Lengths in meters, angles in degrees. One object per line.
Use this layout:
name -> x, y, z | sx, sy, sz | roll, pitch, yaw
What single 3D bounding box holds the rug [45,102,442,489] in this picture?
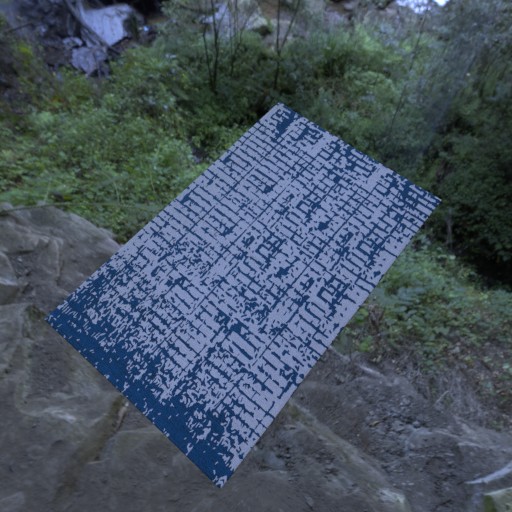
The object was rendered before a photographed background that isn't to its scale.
rug -> 0.000, 0.000, 3.046 | 1.517, 0.011, 2.435 | 37, 69, 16
